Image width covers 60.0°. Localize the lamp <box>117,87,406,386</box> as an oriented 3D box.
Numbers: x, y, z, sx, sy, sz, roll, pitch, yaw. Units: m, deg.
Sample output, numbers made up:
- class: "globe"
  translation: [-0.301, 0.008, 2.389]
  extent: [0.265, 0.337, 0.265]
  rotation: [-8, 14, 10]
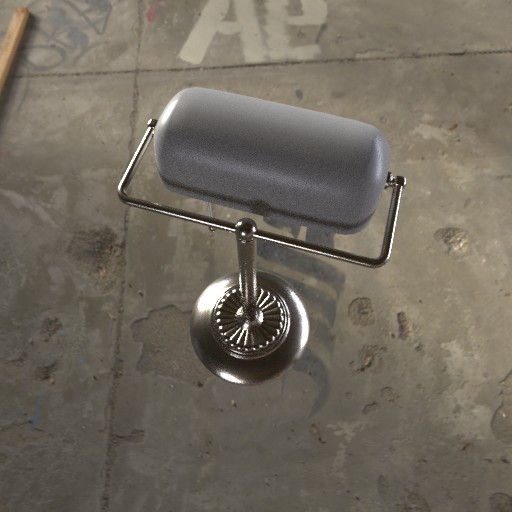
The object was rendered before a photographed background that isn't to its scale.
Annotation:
- class: "lamp"
  translation: [0.000, 0.000, 0.522]
  extent: [0.264, 0.339, 0.243]
  rotation: [15, 65, 7]
